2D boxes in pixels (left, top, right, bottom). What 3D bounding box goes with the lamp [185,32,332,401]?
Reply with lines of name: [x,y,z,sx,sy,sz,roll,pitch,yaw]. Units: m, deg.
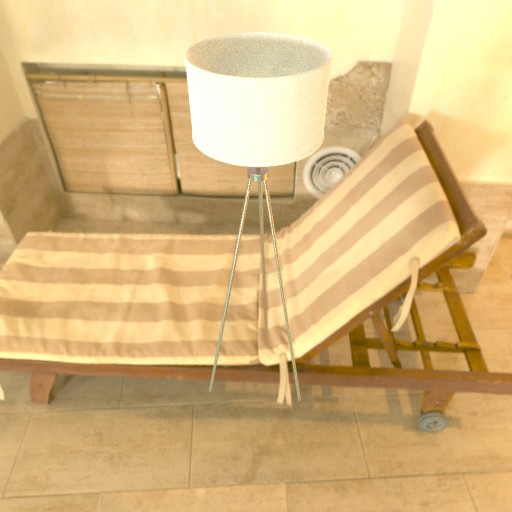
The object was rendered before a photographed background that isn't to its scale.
lamp: [0.000,0.000,1.756,0.448,1.545,0.458,2,41,2]
